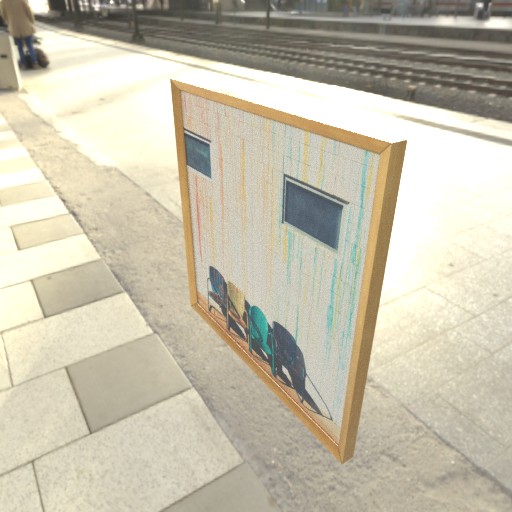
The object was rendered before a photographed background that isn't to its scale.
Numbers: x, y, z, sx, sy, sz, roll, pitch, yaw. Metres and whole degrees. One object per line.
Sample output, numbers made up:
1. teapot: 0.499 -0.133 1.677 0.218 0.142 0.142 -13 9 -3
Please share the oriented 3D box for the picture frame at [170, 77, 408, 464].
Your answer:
1. picture frame: 0.000 0.000 1.128 0.037 0.761 0.758 -19 35 -30
